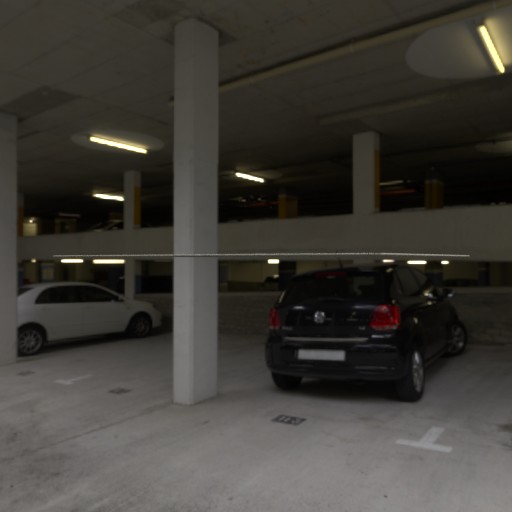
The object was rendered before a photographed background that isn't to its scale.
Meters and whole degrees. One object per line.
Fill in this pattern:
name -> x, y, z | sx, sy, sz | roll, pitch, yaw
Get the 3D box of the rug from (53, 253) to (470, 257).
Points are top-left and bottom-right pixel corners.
rug -> 0.000, 0.000, 2.919 | 2.289, 0.006, 1.523 | 0, 0, 37
